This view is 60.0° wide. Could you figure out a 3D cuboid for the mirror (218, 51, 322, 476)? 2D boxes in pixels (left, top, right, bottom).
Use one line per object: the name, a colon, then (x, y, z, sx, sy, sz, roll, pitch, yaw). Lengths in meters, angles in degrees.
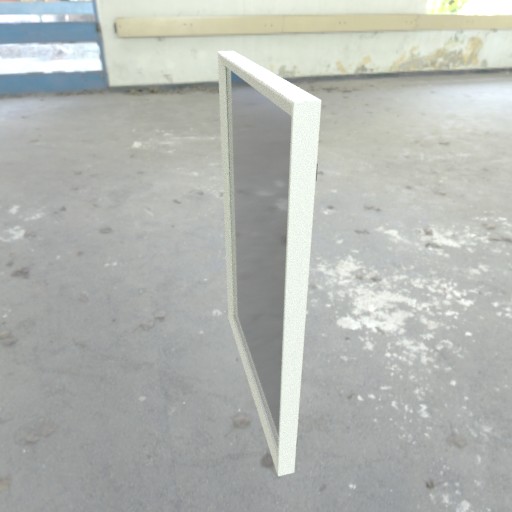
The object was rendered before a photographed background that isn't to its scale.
mirror: (0.000, 0.000, 0.904, 0.039, 0.710, 0.507, -7, 32, -12)
